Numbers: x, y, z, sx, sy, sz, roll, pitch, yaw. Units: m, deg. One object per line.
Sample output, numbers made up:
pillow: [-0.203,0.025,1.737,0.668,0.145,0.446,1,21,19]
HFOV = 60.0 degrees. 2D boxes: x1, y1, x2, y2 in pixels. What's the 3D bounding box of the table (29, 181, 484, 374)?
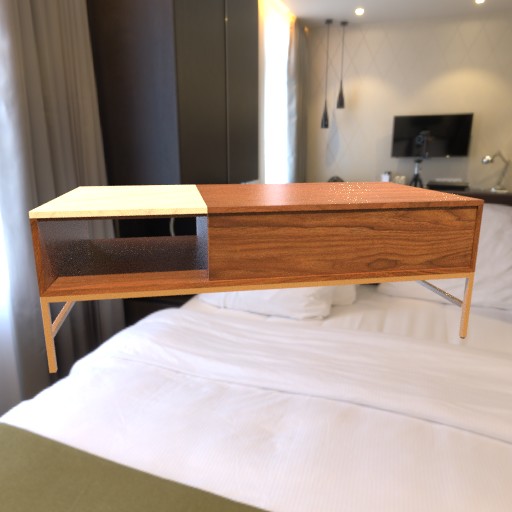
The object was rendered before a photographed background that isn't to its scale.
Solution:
table: [0.000,0.000,1.931,1.553,0.551,0.789,-3,15,-10]
